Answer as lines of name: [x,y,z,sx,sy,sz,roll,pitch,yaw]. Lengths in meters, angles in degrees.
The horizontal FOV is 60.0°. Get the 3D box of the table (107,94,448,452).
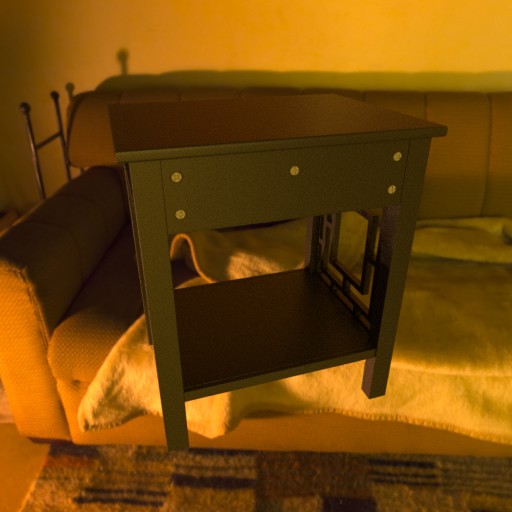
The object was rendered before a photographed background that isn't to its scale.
table: [0.000,0.000,1.039,0.564,0.646,0.451,-9,29,-16]
